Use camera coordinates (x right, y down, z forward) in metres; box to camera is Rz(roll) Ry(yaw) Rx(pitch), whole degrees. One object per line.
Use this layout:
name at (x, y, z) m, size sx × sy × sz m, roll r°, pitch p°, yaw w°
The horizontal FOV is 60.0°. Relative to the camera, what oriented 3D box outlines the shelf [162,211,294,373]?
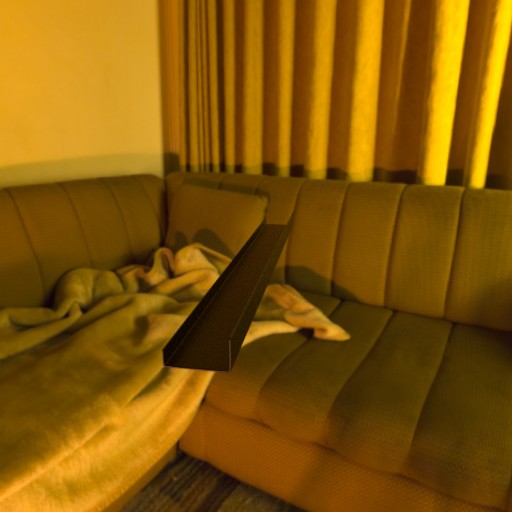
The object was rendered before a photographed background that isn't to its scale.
shelf at (0.000, 0.000, 1.005) m, size 0.092 × 0.049 × 0.924 m, roll 3°, pitch 16°, yaw 9°
